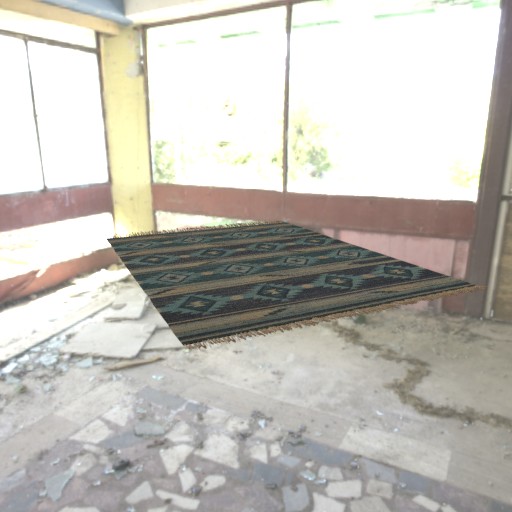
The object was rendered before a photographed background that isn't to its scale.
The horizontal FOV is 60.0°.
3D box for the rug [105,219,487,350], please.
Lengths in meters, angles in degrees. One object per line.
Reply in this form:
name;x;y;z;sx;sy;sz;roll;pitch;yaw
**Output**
rug;0.000;0.000;4.346;2.418;0.047;3.307;-7;16;-25
